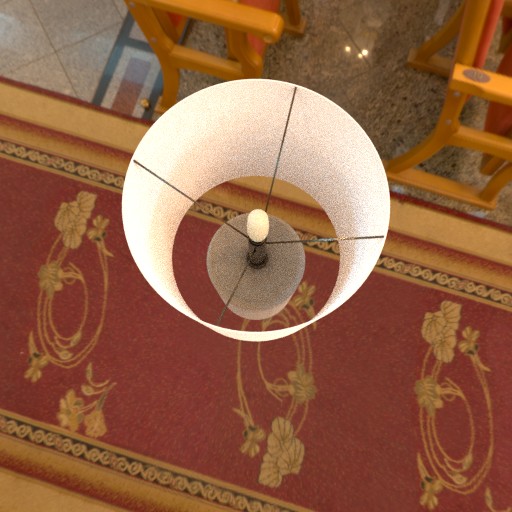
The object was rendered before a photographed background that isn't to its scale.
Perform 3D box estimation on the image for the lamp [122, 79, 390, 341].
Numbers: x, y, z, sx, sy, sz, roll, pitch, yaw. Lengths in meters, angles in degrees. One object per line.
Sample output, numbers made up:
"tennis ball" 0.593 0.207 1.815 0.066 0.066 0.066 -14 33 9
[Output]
"lamp" 0.000 0.000 0.544 0.206 0.416 0.206 17 78 4
